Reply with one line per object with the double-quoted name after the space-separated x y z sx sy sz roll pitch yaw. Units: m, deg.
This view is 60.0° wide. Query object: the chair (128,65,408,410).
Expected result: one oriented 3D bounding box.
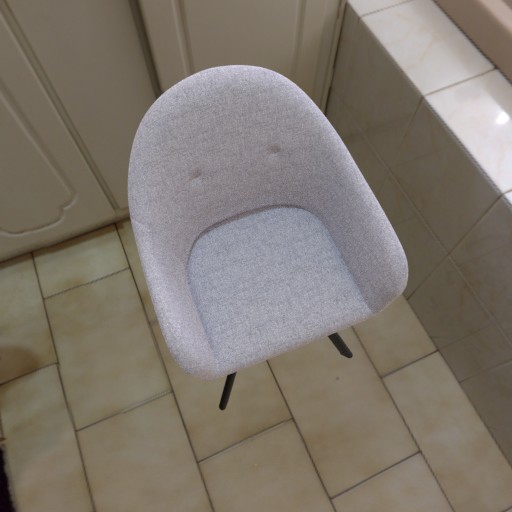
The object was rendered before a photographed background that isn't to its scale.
0.000 0.000 1.172 0.540 0.780 0.570 -20 66 -9 "chair"
